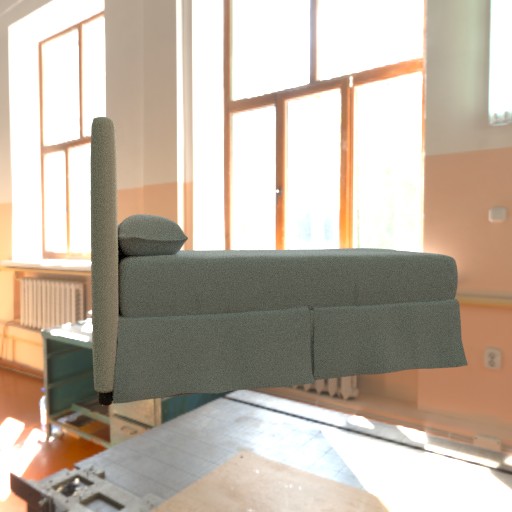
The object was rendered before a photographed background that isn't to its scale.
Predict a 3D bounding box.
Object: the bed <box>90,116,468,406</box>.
[{"bbox_3d":[0.000,0.000,3.091,2.142,1.330,1.748,-1,2,-19],"label":"bed"}]
